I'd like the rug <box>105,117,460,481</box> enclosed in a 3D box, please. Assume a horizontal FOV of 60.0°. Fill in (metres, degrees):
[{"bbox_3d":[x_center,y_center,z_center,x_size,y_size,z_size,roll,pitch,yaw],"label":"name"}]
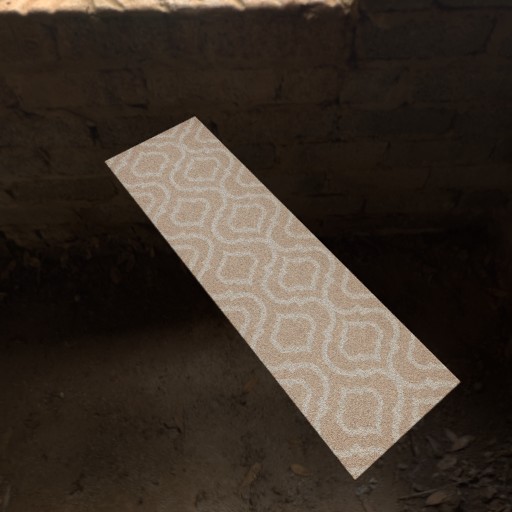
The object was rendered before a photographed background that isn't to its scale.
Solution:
[{"bbox_3d":[0.000,0.000,2.461,0.691,0.013,2.289,-33,64,-18],"label":"rug"}]
